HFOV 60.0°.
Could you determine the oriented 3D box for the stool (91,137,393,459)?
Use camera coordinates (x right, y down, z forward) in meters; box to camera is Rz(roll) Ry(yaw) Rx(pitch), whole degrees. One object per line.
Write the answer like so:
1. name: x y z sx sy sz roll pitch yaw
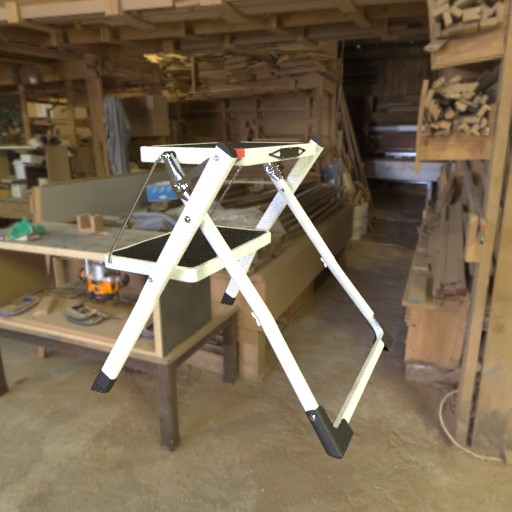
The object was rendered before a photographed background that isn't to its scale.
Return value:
1. stool: 0.000 0.000 0.868 0.490 0.445 0.485 8 18 25
